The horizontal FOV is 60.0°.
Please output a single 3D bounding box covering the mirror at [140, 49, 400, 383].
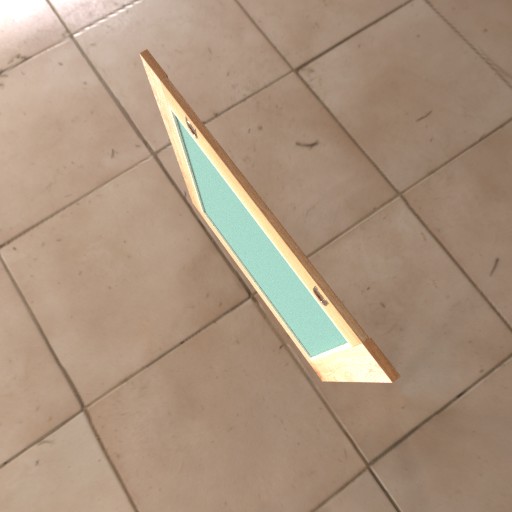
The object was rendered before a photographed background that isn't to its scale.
[{"bbox_3d":[0.000,0.000,1.209,0.020,0.800,0.800,-35,77,-9],"label":"mirror"}]
